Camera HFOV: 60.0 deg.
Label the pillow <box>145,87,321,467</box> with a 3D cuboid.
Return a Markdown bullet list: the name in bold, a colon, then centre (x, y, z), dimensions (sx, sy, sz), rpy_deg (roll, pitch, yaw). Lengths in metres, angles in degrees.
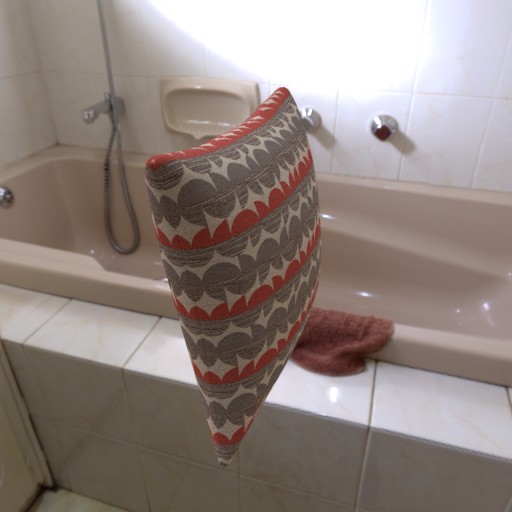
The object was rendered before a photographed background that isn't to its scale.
- **pillow**: centre (0.000, 0.000, 0.653), dimensions (0.180, 0.410, 0.420), rpy_deg (10, 31, 17)
